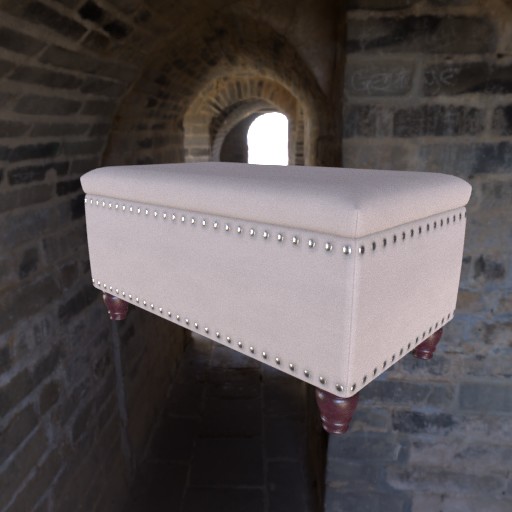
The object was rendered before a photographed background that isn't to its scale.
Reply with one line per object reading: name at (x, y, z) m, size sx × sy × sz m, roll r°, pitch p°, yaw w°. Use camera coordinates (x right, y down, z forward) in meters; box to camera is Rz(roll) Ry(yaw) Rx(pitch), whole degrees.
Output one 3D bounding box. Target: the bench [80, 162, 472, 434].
bench at (0.000, 0.000, 1.169) m, size 0.887 × 0.449 × 0.500 m, roll 13°, pitch 20°, yaw 41°
